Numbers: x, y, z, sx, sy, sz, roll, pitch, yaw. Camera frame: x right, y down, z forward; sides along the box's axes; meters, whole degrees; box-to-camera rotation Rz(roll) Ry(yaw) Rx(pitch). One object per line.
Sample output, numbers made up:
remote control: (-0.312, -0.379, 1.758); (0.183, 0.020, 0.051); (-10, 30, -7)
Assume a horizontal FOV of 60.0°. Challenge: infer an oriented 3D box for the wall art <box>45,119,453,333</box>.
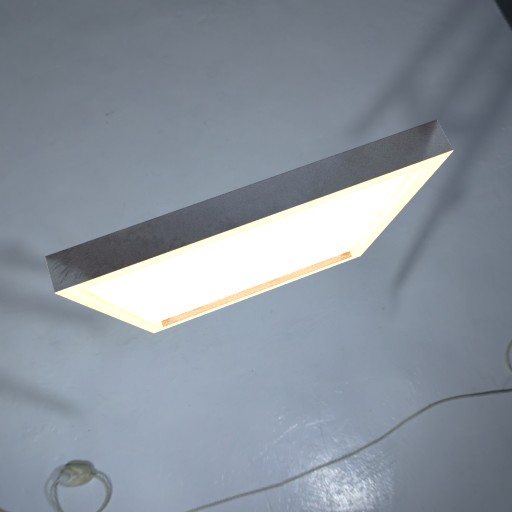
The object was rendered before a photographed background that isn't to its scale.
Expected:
wall art: (0.000, 0.000, 0.465); (0.303, 0.303, 0.028); (-20, 76, -5)
